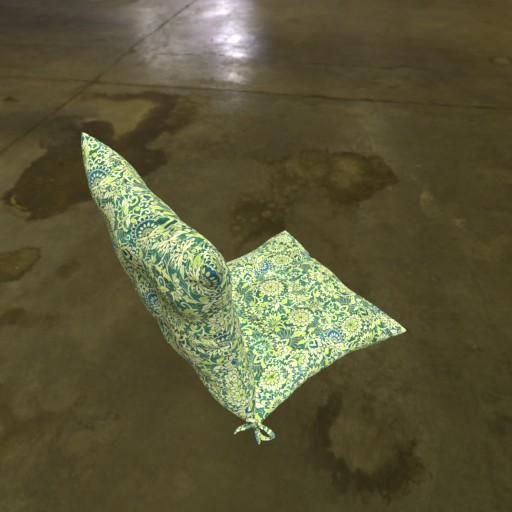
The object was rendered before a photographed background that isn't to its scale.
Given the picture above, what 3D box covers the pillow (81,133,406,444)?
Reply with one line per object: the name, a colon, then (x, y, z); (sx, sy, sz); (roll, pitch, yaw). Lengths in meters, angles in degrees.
pillow: (0.000, 0.000, 1.006); (0.585, 0.536, 0.541); (-24, 46, -26)
